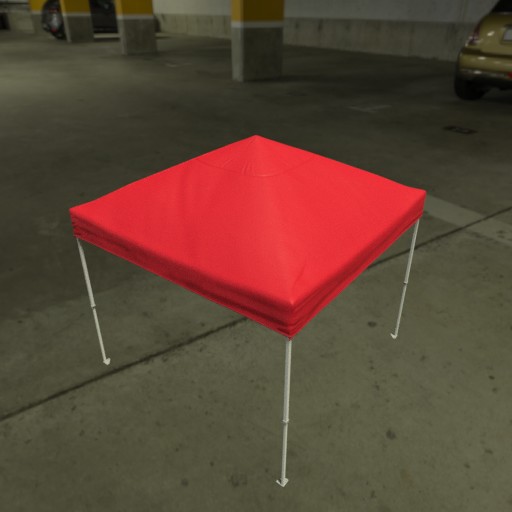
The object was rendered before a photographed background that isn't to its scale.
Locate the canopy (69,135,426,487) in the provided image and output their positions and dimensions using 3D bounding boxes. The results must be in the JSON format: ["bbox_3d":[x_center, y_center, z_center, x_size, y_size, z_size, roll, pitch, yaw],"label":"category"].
[{"bbox_3d":[0.000,0.000,5.531,2.996,2.997,2.998,21,35,32],"label":"canopy"}]
